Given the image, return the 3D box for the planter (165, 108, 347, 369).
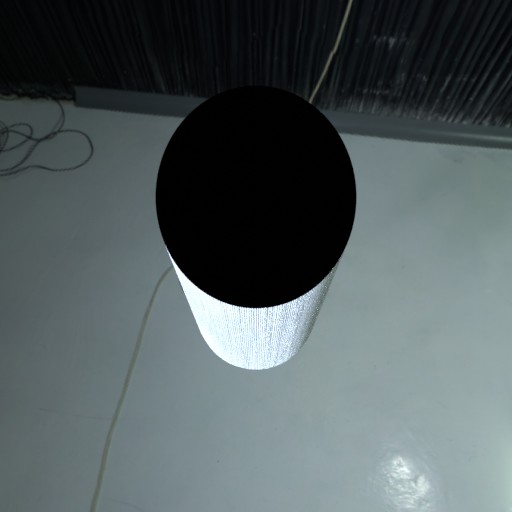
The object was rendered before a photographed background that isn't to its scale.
[{"bbox_3d":[0.000,0.000,0.128,0.045,0.103,0.045,2,64,1],"label":"planter"}]
